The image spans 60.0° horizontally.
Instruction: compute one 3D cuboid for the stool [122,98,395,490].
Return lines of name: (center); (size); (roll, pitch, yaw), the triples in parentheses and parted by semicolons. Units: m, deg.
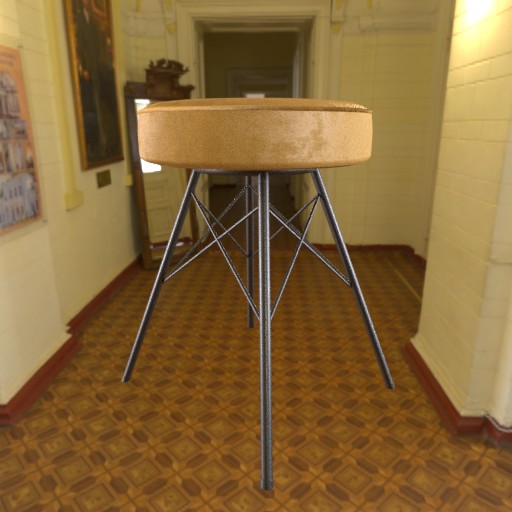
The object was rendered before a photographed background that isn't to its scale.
stool: (0.000, 0.000, 0.906); (0.438, 0.595, 0.472); (-15, 22, -41)
